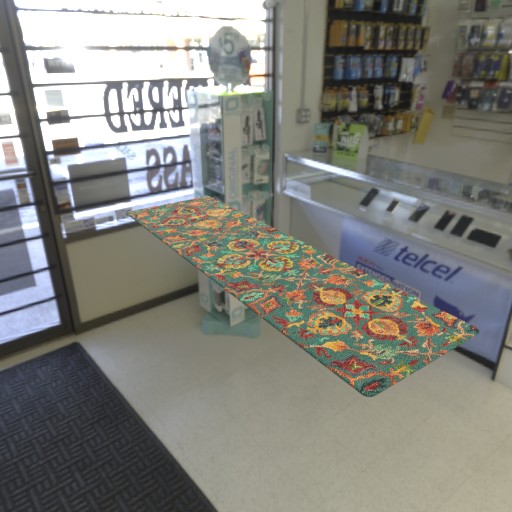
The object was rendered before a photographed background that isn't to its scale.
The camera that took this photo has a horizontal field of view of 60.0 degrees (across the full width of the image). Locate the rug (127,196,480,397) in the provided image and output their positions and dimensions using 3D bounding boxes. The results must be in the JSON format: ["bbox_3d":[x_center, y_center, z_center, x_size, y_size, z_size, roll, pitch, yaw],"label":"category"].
[{"bbox_3d":[0.000,0.000,2.502,0.686,0.013,2.286,-16,29,-31],"label":"rug"}]
